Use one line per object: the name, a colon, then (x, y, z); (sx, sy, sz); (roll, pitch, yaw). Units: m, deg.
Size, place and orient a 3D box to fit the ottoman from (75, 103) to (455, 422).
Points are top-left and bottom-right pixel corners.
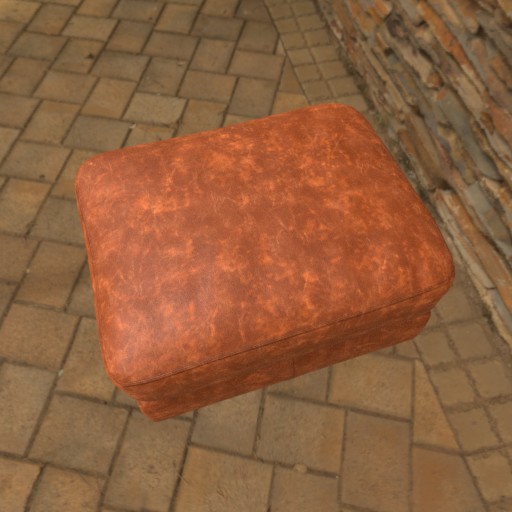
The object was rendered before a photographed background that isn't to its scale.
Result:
ottoman: (0.000, 0.000, 1.233); (0.832, 0.562, 0.657); (-16, 60, -9)
